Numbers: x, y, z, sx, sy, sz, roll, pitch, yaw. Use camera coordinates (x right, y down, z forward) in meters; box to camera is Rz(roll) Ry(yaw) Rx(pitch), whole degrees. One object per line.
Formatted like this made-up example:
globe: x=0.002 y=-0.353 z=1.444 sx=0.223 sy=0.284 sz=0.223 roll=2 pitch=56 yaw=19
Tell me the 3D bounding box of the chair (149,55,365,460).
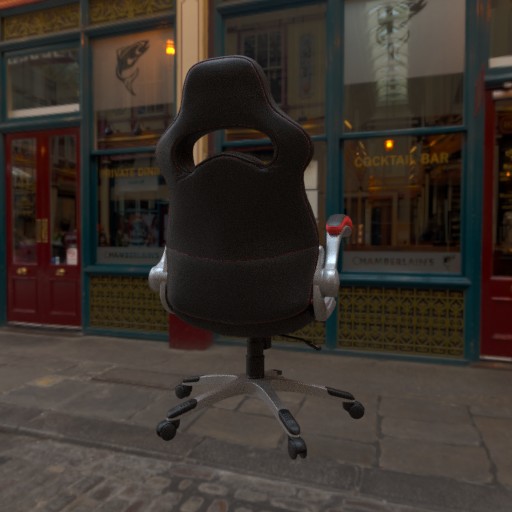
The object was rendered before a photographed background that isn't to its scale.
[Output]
chair: x=0.000 y=0.000 z=1.601 sx=0.758 sy=1.165 sz=0.712 roll=0 pitch=1 yaw=18
